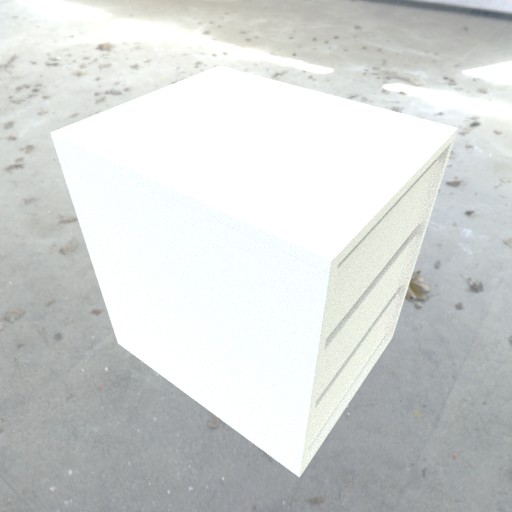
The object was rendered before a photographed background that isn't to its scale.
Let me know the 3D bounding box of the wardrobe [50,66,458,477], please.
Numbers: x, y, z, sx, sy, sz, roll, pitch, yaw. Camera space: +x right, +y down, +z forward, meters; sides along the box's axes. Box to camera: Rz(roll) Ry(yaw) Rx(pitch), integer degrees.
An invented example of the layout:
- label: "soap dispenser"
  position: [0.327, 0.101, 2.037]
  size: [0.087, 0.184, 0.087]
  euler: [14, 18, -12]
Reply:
- label: "wardrobe"
  position: [0.000, 0.000, 0.864]
  size: [0.500, 0.520, 0.400]
  euler: [26, 47, 27]
